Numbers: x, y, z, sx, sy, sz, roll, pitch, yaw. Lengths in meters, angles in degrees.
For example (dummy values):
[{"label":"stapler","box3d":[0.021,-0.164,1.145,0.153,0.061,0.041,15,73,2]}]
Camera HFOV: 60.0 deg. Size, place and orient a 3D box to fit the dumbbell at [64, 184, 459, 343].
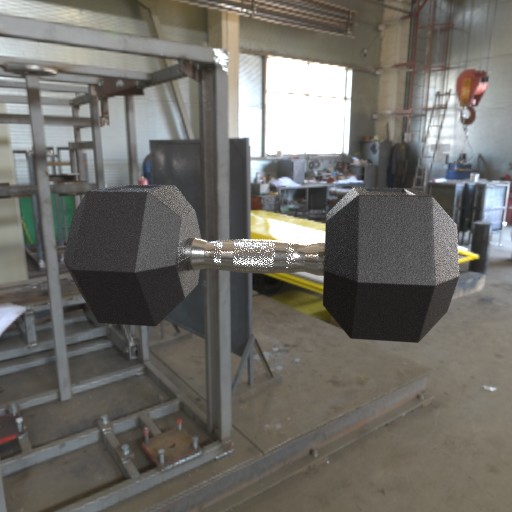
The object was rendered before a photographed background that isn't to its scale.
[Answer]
[{"label":"dumbbell","box3d":[0.000,0.000,0.414,0.337,0.123,0.142,2,14,9]}]
